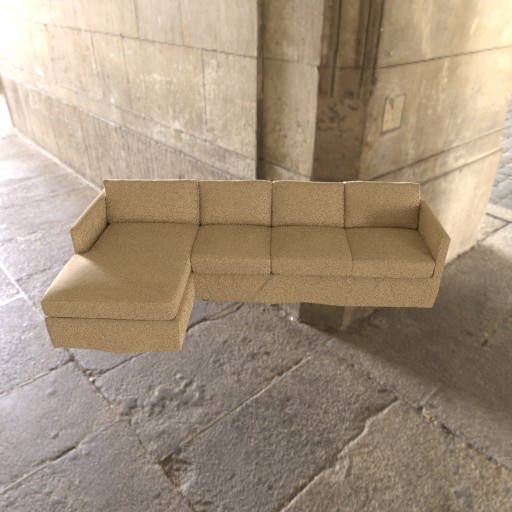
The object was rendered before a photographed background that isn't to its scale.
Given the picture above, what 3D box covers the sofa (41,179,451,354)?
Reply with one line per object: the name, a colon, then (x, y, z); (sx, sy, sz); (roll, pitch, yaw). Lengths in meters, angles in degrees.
sofa: (0.000, 0.000, 3.888); (3.205, 0.922, 1.650); (1, 32, 2)
